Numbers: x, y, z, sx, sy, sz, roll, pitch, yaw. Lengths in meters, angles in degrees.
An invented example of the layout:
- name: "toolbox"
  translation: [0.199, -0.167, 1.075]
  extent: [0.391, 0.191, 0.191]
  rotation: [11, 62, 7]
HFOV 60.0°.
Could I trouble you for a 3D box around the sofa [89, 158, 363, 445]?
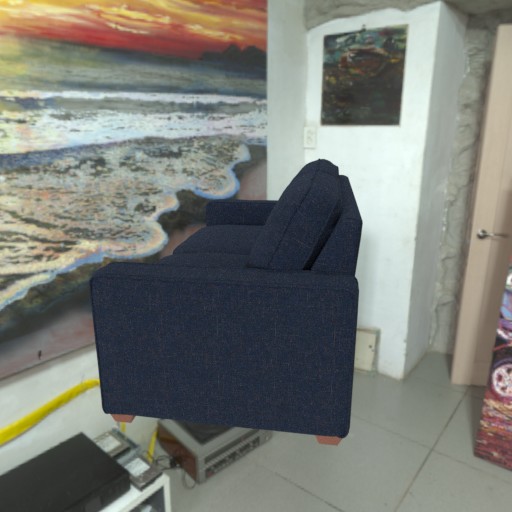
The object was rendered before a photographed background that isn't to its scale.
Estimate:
- name: "sofa"
  translation: [0.000, 0.000, 2.293]
  extent: [0.947, 0.918, 1.709]
  rotation: [3, 16, 9]
